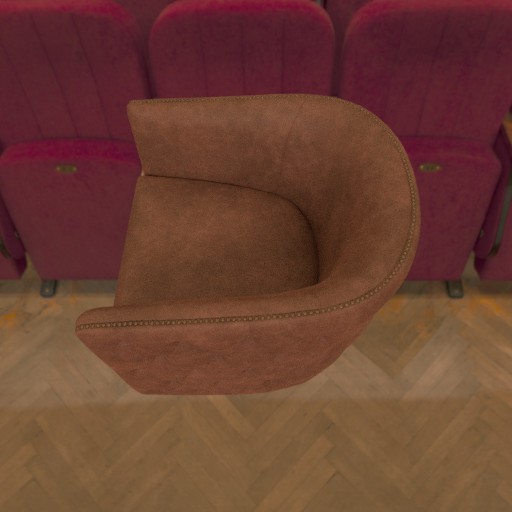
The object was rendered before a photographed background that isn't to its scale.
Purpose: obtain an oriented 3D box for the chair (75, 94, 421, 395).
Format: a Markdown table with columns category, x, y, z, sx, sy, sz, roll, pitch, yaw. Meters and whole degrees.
| category | x | y | z | sx | sy | sz | roll | pitch | yaw |
| --- | --- | --- | --- | --- | --- | --- | --- | --- | --- |
| chair | 0.000 | 0.000 | 1.515 | 0.870 | 0.790 | 0.850 | 0 | 58 | 0 |
